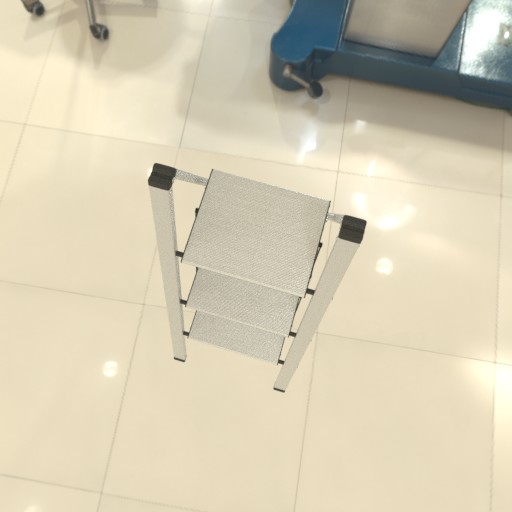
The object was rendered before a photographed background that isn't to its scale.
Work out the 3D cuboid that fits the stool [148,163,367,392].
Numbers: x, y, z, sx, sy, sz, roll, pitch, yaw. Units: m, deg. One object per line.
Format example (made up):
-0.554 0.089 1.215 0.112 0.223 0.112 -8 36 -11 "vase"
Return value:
0.000 0.000 1.301 0.441 0.902 0.730 16 77 4 "stool"
